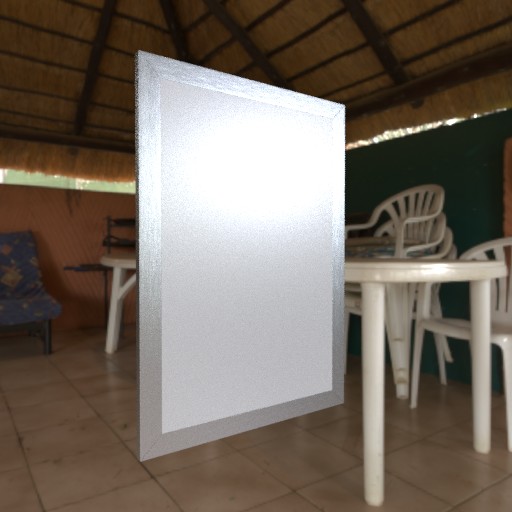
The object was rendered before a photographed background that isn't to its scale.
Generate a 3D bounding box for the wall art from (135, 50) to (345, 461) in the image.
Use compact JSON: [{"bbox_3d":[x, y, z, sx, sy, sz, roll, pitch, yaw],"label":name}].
[{"bbox_3d":[0.000,0.000,0.683,0.376,0.529,0.013,-1,1,-35],"label":"wall art"}]
